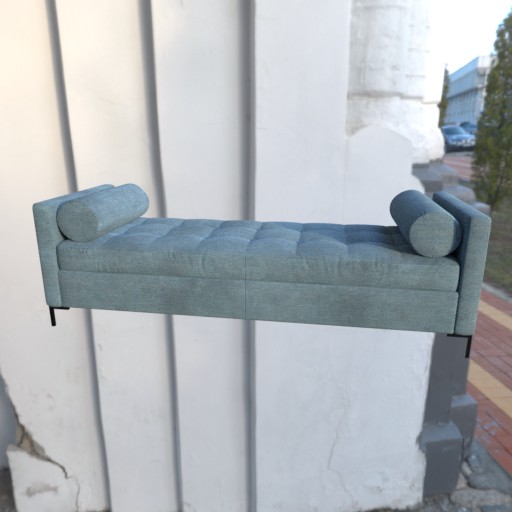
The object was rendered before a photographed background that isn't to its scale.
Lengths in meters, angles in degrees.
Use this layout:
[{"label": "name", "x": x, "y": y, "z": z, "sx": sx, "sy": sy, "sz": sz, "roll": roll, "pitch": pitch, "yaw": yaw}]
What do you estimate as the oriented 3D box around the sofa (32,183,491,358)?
[{"label": "sofa", "x": 0.000, "y": 0.000, "z": 2.282, "sx": 1.981, "sy": 0.635, "sz": 0.686, "roll": 3, "pitch": 17, "yaw": 9}]
